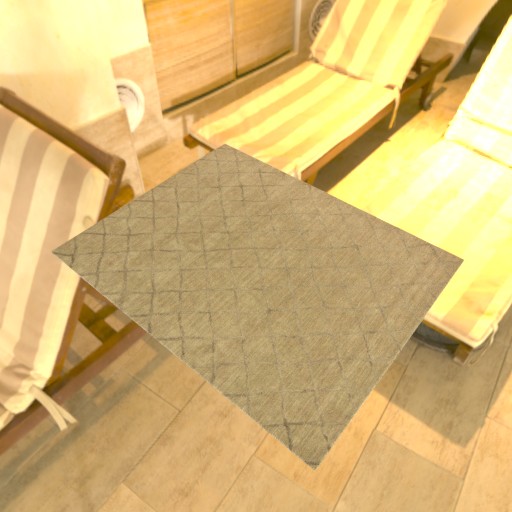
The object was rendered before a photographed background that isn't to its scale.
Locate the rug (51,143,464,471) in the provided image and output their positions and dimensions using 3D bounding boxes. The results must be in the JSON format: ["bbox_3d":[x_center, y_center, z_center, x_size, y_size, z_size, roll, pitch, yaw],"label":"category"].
[{"bbox_3d":[0.000,0.000,4.161,3.038,0.019,2.420,31,54,26],"label":"rug"}]
